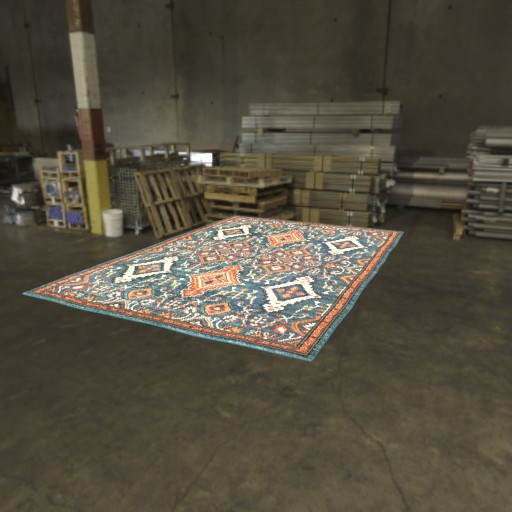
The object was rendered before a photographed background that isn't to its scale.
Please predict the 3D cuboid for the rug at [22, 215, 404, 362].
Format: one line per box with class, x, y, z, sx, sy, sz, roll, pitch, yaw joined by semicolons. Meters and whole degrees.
rug;0.000;0.000;3.014;1.622;0.009;2.373;8;18;25
